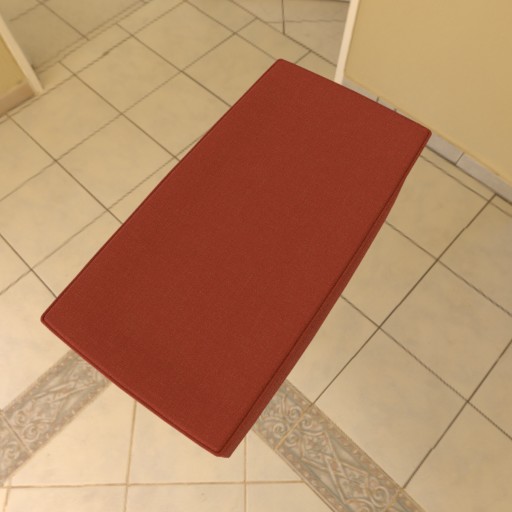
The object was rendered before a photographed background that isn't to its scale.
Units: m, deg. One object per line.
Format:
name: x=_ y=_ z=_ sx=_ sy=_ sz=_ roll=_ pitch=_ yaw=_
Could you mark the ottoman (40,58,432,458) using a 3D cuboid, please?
ottoman: x=0.000 y=0.000 z=1.226 sx=0.497 sy=0.454 sz=0.948 roll=32 pitch=69 yaw=14
